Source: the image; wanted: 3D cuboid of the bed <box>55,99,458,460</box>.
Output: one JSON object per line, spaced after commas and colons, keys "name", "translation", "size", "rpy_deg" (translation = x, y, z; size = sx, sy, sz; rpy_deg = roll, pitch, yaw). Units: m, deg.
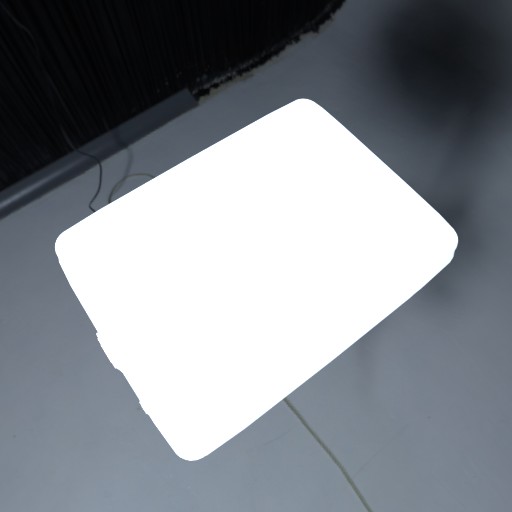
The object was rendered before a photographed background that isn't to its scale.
{"name": "bed", "translation": [0.000, 0.000, 2.714], "size": [2.036, 0.460, 1.520], "rpy_deg": [-34, 68, -16]}
